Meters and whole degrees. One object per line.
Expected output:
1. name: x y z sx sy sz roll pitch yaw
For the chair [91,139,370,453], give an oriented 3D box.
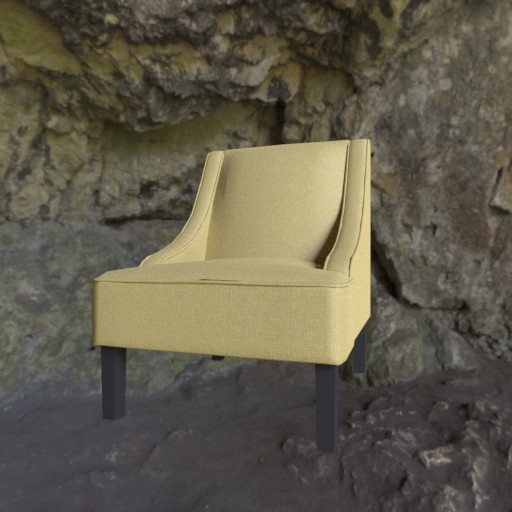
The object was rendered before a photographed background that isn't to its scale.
1. chair: 0.000 0.000 1.470 0.696 0.896 0.814 0 0 19
